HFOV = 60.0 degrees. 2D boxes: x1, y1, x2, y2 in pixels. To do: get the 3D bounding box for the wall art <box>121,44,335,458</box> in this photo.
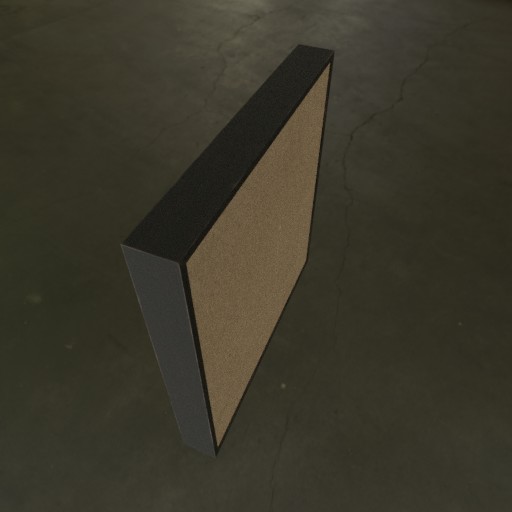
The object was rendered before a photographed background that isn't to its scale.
[{"bbox_3d":[0.000,0.000,0.454,0.038,0.305,0.305,17,49,15],"label":"wall art"}]
